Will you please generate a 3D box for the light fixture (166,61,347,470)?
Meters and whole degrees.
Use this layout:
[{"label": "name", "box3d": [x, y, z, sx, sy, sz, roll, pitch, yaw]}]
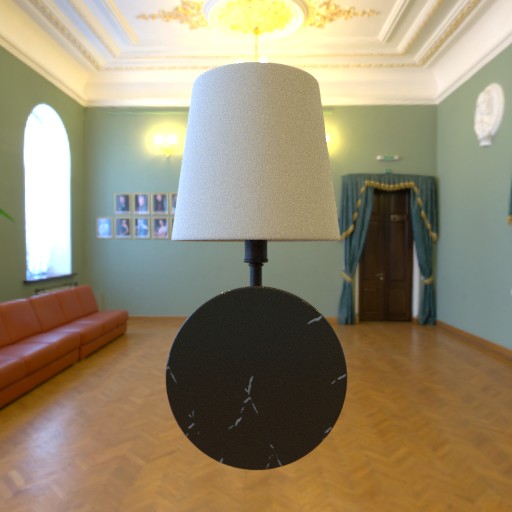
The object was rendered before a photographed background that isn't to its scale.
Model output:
[{"label": "light fixture", "box3d": [0.000, 0.000, 0.441, 0.168, 0.337, 0.188, 0, 1, 0]}]
